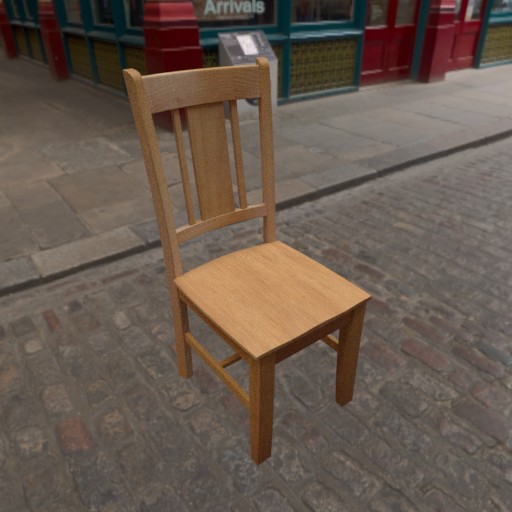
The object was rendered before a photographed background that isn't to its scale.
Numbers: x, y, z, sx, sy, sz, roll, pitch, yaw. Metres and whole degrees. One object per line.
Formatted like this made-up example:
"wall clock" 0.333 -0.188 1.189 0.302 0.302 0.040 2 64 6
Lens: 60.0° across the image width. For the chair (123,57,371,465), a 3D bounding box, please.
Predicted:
"chair" 0.000 0.000 1.298 0.450 0.998 0.556 -21 36 -31
